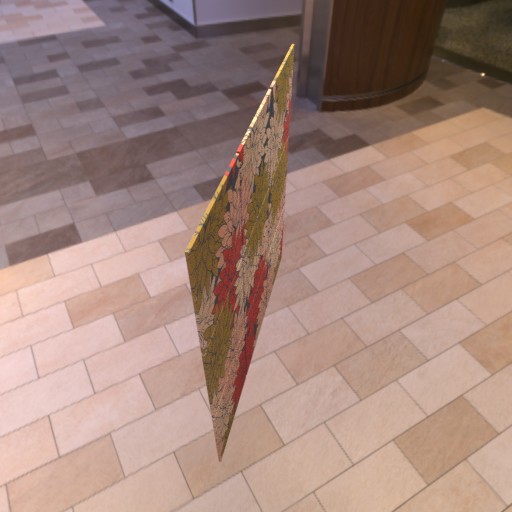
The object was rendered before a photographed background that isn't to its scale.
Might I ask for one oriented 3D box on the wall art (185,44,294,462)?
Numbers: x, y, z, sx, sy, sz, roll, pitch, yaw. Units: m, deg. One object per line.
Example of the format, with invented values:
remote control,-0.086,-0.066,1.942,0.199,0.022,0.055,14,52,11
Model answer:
wall art,0.000,0.000,2.258,0.013,1.534,1.519,10,47,10
